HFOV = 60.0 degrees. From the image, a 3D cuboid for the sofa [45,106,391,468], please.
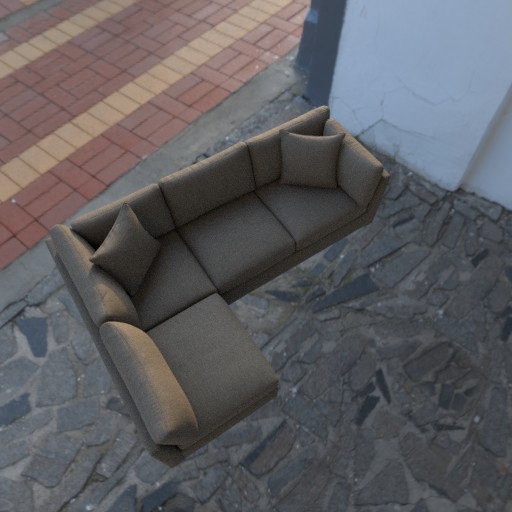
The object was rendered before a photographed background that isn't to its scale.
[{"bbox_3d":[0.000,0.000,3.809,2.896,0.978,1.994,-29,62,-17],"label":"sofa"}]
